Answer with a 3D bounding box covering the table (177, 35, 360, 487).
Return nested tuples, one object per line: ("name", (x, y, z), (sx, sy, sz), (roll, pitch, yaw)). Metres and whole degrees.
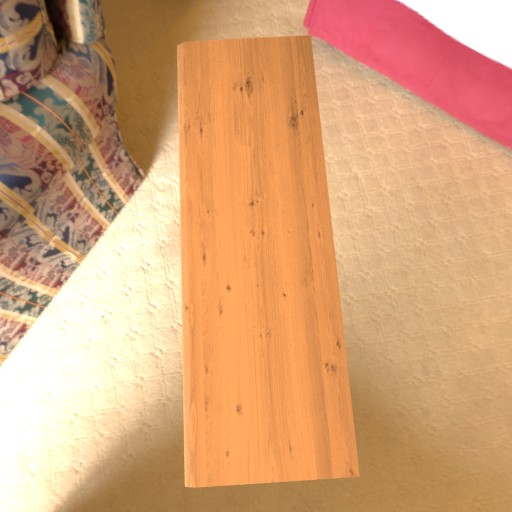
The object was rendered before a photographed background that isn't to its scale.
("table", (0.000, 0.000, 1.405), (0.400, 0.510, 1.200), (-3, 75, -1))
